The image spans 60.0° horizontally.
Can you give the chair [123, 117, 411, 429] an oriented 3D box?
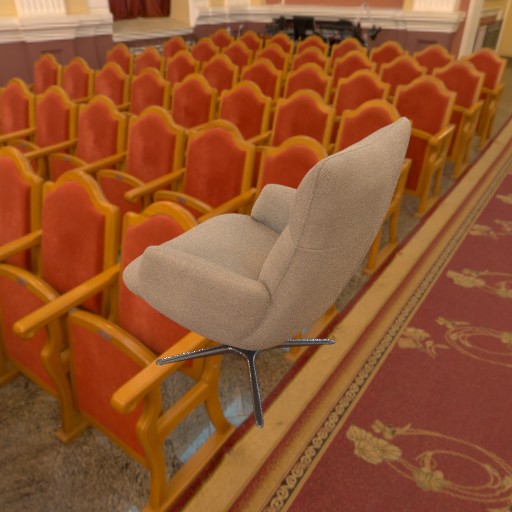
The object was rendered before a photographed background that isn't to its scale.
[{"bbox_3d":[0.000,0.000,1.626,0.889,1.016,0.711,21,37,31],"label":"chair"}]
